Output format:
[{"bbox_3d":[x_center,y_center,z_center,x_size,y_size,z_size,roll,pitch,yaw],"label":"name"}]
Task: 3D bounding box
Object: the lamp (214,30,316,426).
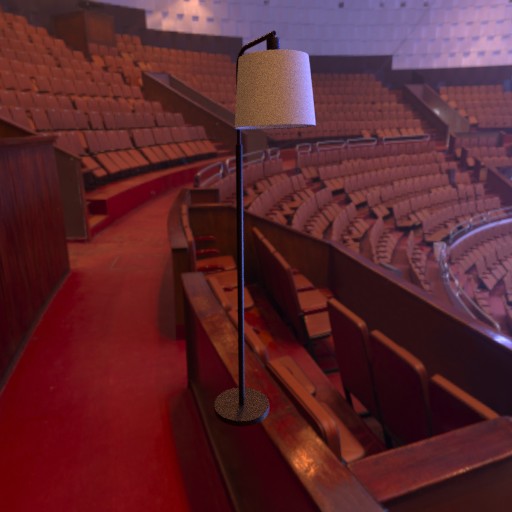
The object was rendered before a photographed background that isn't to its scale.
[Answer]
[{"bbox_3d":[0.000,0.000,1.643,0.254,1.478,0.508,-9,19,-28],"label":"lamp"}]
